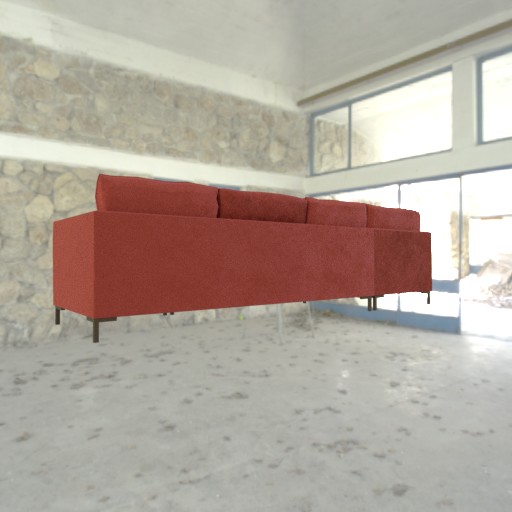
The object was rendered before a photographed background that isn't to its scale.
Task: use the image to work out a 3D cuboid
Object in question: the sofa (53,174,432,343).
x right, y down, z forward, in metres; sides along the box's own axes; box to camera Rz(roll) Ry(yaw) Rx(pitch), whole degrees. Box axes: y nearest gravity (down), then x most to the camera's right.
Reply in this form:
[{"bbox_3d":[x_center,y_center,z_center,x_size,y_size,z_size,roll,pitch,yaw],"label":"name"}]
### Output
[{"bbox_3d":[0.000,0.000,4.039,3.400,0.967,1.500,0,0,-37],"label":"sofa"}]
